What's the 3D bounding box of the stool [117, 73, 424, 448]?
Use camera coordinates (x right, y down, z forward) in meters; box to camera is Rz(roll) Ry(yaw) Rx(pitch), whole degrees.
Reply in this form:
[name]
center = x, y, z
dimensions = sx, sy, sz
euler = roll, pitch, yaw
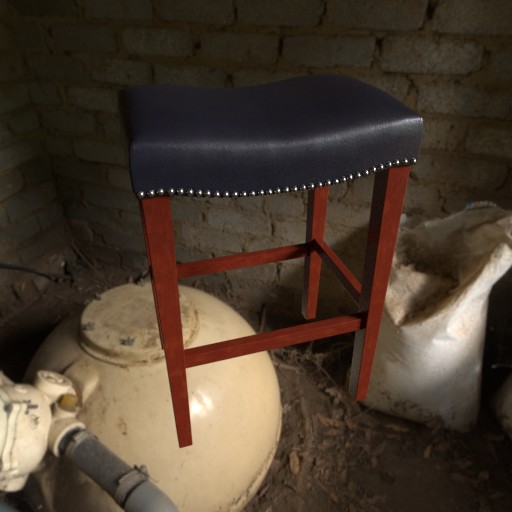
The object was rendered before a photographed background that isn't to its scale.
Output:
[stool]
center = 0.000, 0.000, 1.021
dimensions = 0.504, 0.742, 0.372
euler = -9, 34, -14
